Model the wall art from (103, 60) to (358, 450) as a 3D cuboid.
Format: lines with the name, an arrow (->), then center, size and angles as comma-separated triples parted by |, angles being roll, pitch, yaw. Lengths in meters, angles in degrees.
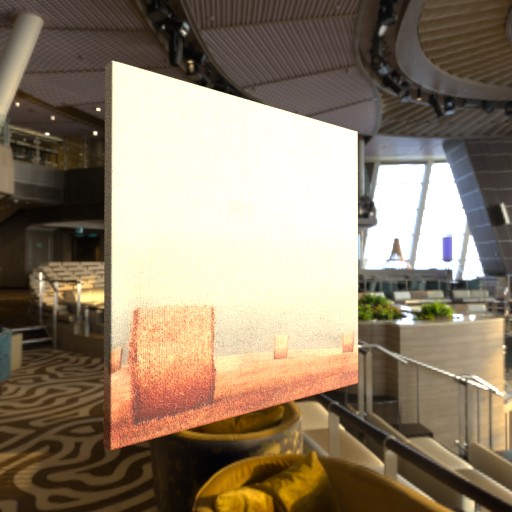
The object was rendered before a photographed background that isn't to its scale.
wall art -> 0.000, 0.000, 0.889 | 0.605, 0.605, 0.034 | 1, -1, -39
